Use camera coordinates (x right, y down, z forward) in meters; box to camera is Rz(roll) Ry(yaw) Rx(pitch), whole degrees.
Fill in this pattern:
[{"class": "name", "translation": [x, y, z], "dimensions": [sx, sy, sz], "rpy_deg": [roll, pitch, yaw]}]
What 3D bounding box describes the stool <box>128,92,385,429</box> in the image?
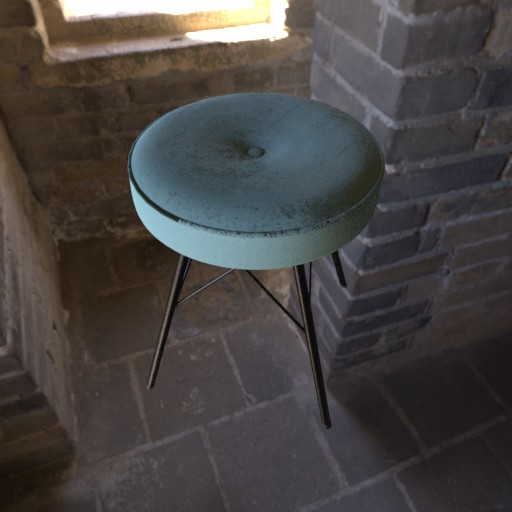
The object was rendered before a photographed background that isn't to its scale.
[{"class": "stool", "translation": [0.000, 0.000, 0.885], "dimensions": [0.458, 0.519, 0.457], "rpy_deg": [16, 48, 15]}]
